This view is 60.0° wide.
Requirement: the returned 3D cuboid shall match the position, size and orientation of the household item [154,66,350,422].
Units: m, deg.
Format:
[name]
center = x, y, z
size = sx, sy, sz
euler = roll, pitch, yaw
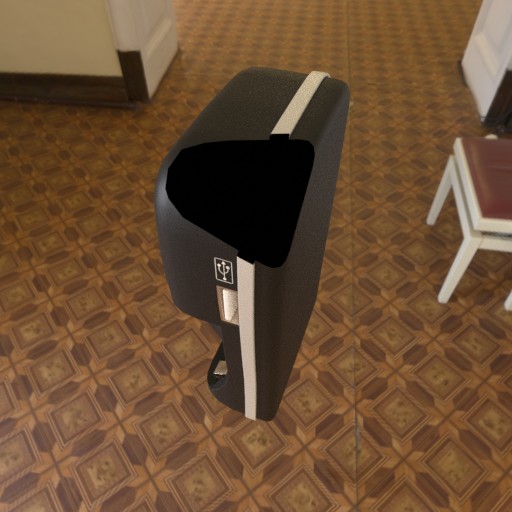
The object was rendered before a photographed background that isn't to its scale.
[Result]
[household item]
center = 0.000, 0.000, 0.152
size = 0.038, 0.114, 0.070
euler = 15, 50, 14
